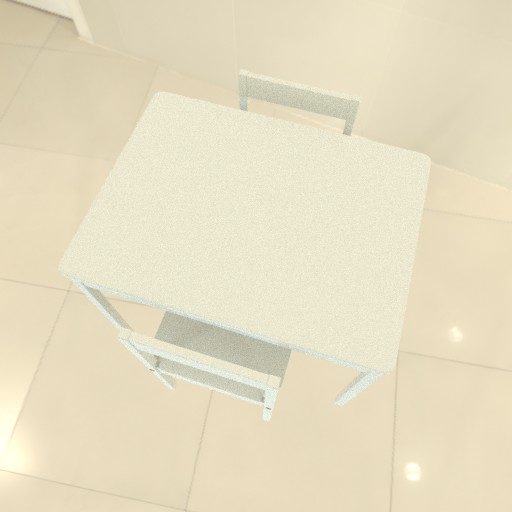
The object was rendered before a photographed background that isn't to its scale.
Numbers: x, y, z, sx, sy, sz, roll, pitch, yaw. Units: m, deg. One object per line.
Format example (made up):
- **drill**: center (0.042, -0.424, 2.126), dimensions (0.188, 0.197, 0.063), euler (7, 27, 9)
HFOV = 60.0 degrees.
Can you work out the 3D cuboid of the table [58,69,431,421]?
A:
- **table**: center (0.000, 0.000, 1.097), dimensions (0.650, 0.503, 0.672), euler (16, 65, 8)
